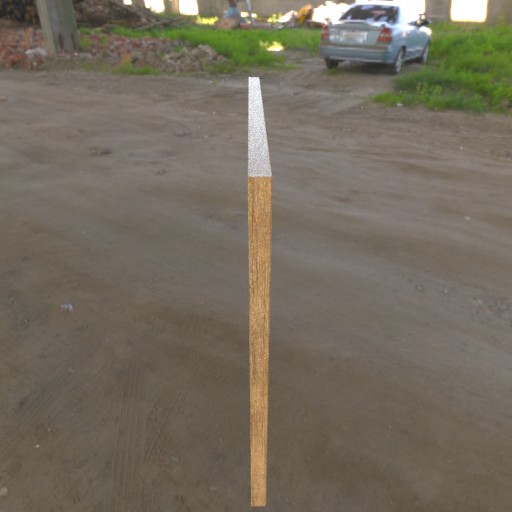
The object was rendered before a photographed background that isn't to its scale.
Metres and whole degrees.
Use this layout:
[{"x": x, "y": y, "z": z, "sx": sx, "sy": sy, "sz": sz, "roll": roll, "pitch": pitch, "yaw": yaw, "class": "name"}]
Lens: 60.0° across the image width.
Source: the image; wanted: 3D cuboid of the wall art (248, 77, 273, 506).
[{"x": 0.000, "y": 0.000, "z": 0.907, "sx": 0.026, "sy": 0.588, "sz": 0.690, "roll": 0, "pitch": 30, "yaw": -1, "class": "wall art"}]
